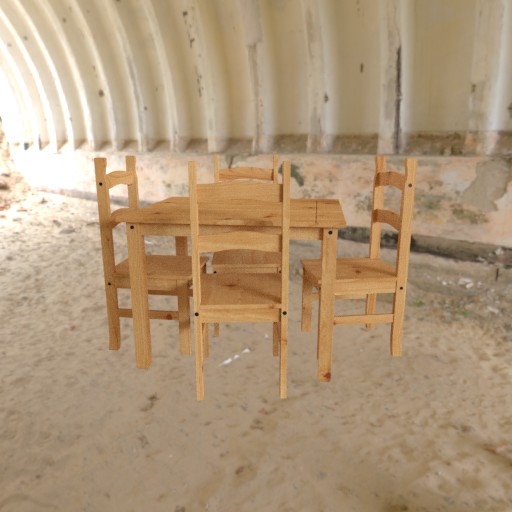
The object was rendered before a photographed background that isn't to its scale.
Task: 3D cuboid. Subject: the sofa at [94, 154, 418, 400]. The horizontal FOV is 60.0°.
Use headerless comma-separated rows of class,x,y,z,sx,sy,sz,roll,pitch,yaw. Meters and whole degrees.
sofa,0.000,0.000,2.298,1.529,1.000,1.144,2,14,8
